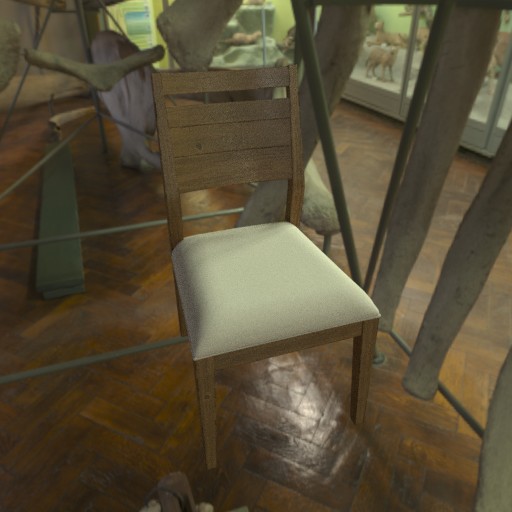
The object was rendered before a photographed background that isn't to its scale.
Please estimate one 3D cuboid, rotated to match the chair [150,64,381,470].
[{"bbox_3d":[0.000,0.000,1.287,0.497,0.939,0.610,-10,33,-16],"label":"chair"}]
